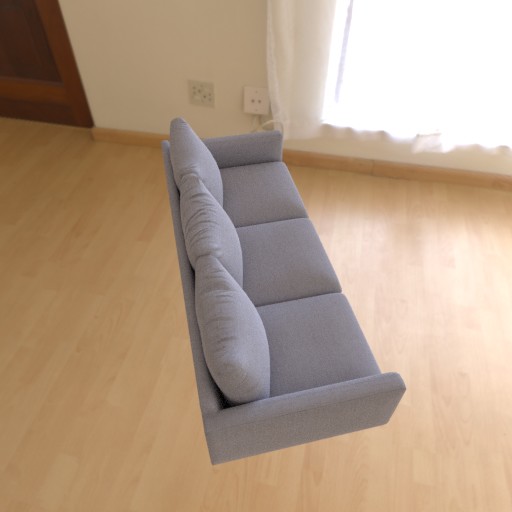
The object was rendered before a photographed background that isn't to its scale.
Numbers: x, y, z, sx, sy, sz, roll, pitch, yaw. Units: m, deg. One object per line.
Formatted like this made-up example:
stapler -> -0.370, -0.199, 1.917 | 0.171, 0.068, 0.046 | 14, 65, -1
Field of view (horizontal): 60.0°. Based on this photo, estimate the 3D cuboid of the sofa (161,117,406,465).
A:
sofa -> 0.000, 0.000, 2.504 | 0.850, 0.830, 2.000 | -10, 48, -9
